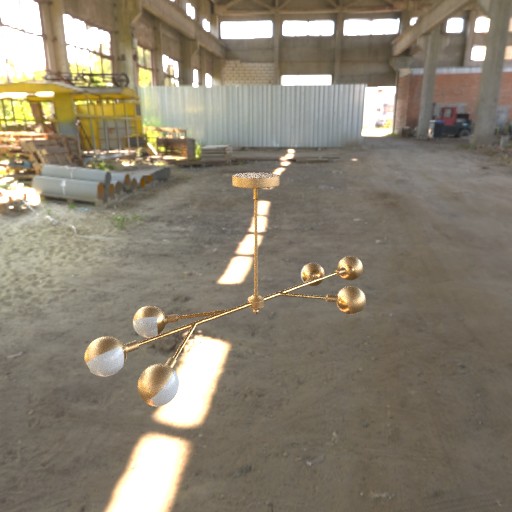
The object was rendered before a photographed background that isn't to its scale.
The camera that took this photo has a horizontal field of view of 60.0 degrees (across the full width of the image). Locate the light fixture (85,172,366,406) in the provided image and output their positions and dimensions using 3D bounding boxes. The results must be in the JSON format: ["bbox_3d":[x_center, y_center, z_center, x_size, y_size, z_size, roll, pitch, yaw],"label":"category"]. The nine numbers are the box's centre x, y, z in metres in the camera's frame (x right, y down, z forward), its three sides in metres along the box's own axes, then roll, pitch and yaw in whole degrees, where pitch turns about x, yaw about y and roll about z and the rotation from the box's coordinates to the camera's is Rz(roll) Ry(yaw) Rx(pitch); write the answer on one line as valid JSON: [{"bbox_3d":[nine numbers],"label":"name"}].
[{"bbox_3d":[0.000,0.000,1.003,0.778,0.362,0.434,-8,19,-25],"label":"light fixture"}]
